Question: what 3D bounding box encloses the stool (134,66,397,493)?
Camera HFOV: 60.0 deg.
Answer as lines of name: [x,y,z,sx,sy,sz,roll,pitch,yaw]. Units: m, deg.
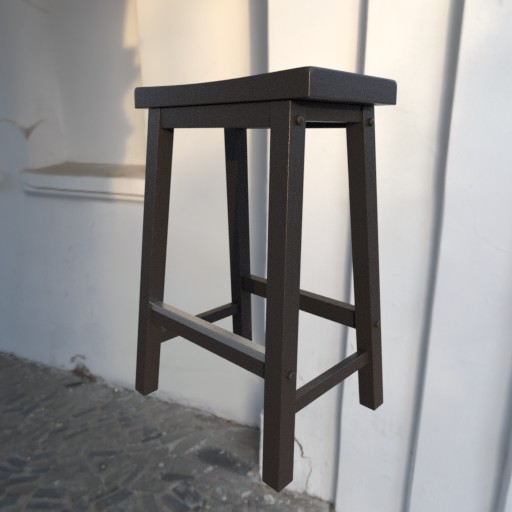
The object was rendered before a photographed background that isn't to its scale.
stool: [0.000,0.000,0.839,0.406,0.610,0.322,15,21,42]
